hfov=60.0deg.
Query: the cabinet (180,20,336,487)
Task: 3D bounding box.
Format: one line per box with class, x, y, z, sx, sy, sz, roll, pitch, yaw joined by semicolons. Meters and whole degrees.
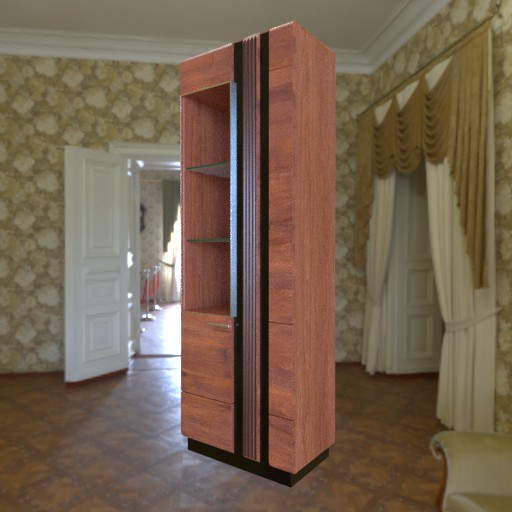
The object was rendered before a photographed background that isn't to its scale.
cabinet;0.000;0.000;2.203;0.660;1.980;0.420;1;1;36
